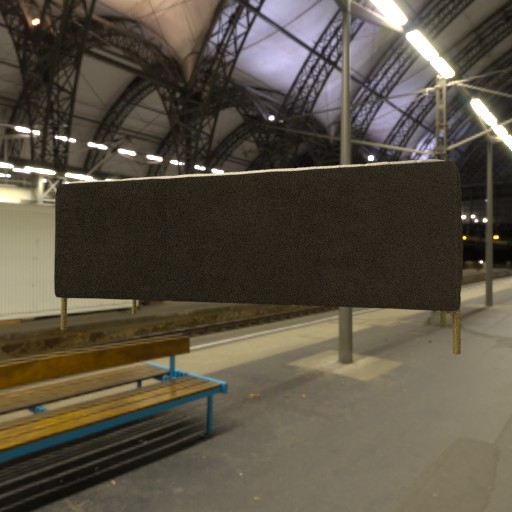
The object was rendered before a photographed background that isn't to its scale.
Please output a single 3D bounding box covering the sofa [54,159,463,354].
[{"bbox_3d":[0.000,0.000,2.392,1.980,0.780,0.876,0,0,18],"label":"sofa"}]
